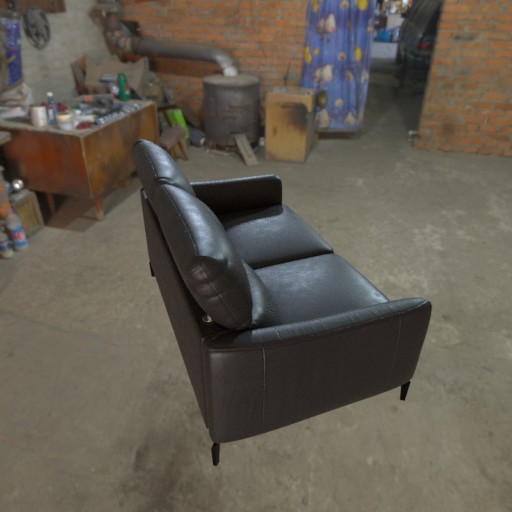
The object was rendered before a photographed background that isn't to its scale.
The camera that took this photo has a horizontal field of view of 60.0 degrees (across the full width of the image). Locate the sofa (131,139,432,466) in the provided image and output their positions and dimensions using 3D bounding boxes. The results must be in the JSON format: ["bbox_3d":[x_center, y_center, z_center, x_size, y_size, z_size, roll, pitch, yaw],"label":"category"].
[{"bbox_3d":[0.000,0.000,2.233,0.958,0.920,1.596,-11,32,-18],"label":"sofa"}]
